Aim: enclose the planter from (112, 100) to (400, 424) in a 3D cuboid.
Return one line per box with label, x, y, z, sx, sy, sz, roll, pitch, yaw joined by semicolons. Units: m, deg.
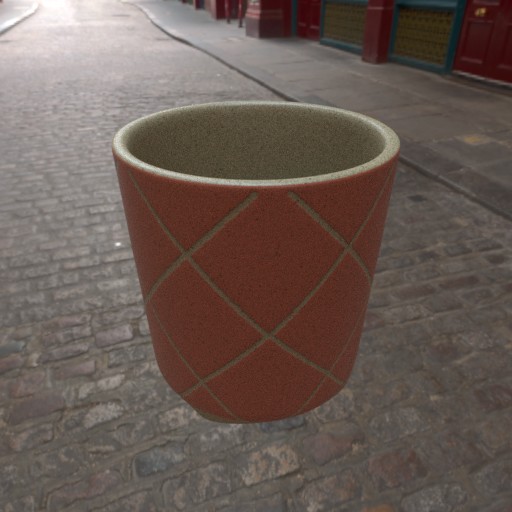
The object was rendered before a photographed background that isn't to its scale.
planter;0.000;0.000;0.354;0.191;0.200;0.191;0;31;0
